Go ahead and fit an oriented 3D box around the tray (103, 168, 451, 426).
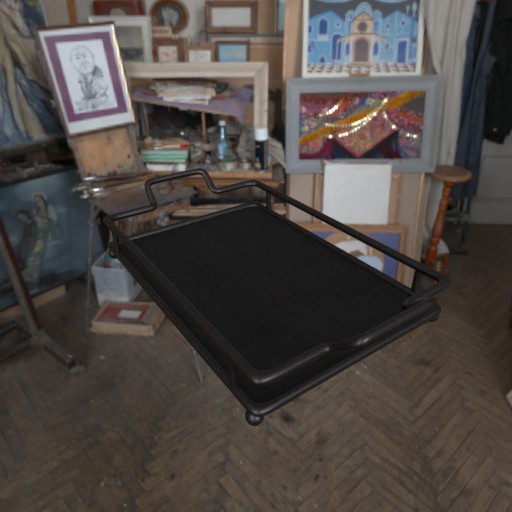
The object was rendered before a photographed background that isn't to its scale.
[{"bbox_3d":[0.000,0.000,0.622,0.297,0.101,0.495,-20,36,-30],"label":"tray"}]
